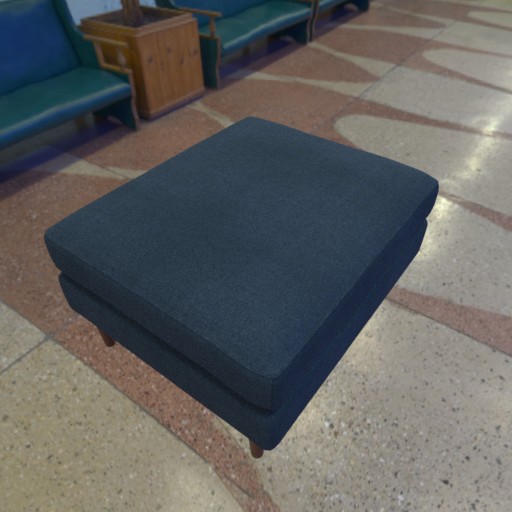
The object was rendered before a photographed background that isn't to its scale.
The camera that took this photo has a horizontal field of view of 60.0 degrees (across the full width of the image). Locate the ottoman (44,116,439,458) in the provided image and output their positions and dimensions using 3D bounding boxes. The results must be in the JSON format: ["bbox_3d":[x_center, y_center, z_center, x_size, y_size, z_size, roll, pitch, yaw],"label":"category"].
[{"bbox_3d":[0.000,0.000,1.253,0.693,0.474,0.821,27,48,27],"label":"ottoman"}]
